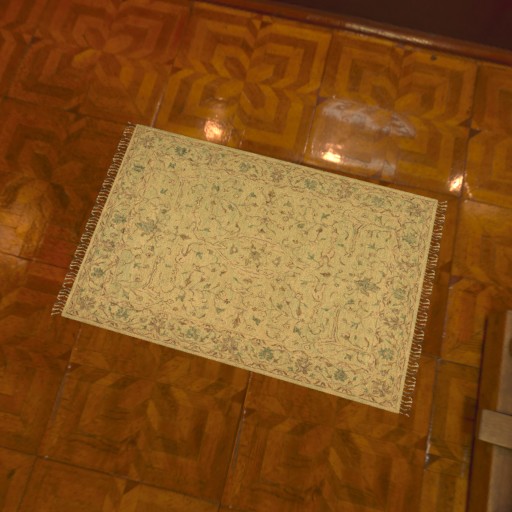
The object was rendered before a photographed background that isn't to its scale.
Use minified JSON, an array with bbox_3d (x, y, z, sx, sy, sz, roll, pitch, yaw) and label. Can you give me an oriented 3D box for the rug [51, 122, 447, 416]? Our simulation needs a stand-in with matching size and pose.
[{"bbox_3d":[0.000,0.000,3.078,2.435,0.010,1.544,15,75,4],"label":"rug"}]
